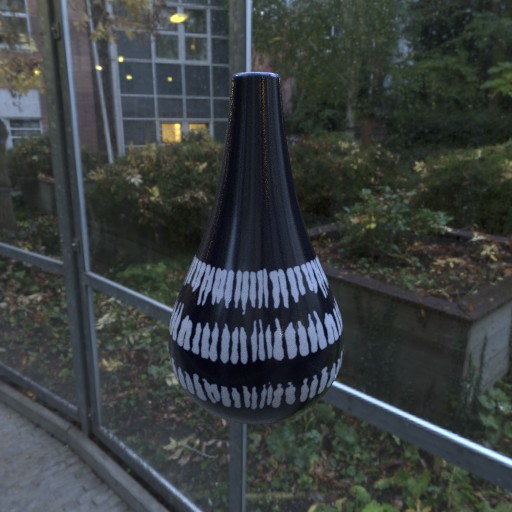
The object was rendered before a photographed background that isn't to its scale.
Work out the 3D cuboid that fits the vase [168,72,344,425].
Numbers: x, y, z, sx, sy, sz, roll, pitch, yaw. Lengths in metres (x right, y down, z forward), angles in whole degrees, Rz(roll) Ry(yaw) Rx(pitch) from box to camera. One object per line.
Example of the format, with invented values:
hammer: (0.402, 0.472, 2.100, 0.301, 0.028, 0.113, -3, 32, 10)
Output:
vase: (0.000, 0.000, 0.387, 0.159, 0.295, 0.159, 0, 15, 0)
